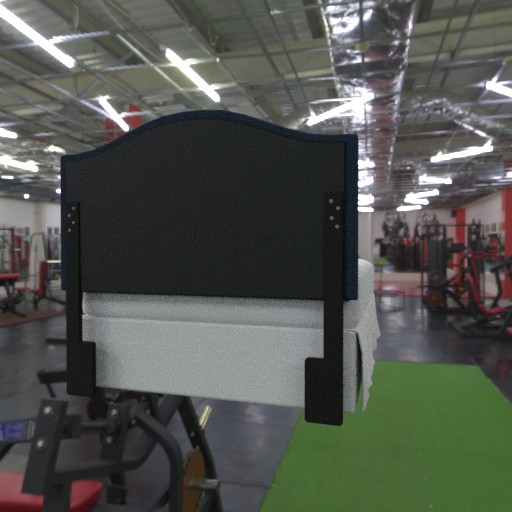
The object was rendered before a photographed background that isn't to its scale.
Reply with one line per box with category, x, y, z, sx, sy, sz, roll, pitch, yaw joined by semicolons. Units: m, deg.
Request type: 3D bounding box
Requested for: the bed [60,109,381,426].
bed;0.000;0.000;3.258;1.725;1.518;2.153;0;1;17
